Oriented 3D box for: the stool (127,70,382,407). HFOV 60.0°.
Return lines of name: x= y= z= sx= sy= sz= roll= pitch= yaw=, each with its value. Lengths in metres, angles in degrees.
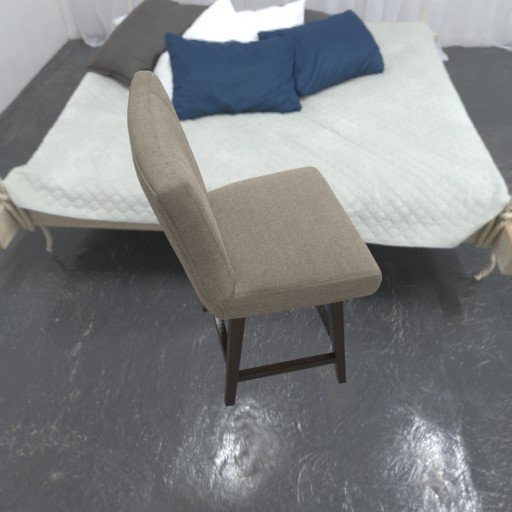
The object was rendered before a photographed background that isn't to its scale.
stool: x=0.000 y=0.000 z=1.355 sx=0.574 sy=1.000 sz=0.514 roll=-12 pitch=48 yaw=-10
